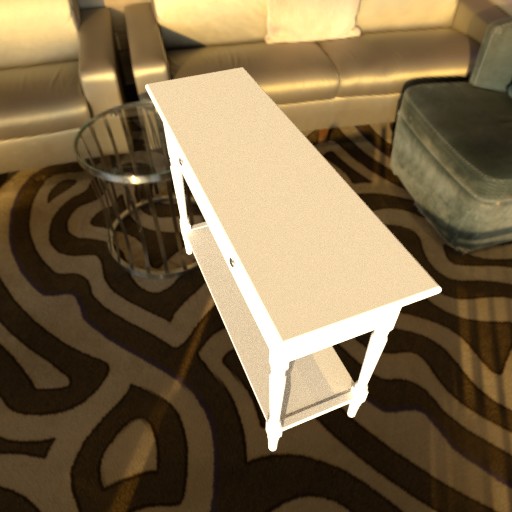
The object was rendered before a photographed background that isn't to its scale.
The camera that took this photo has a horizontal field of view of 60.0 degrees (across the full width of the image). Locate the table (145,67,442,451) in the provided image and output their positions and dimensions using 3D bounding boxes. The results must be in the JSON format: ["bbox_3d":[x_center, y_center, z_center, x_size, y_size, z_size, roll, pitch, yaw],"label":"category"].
[{"bbox_3d":[0.000,0.000,1.580,0.386,0.814,1.191,-17,49,-15],"label":"table"}]
